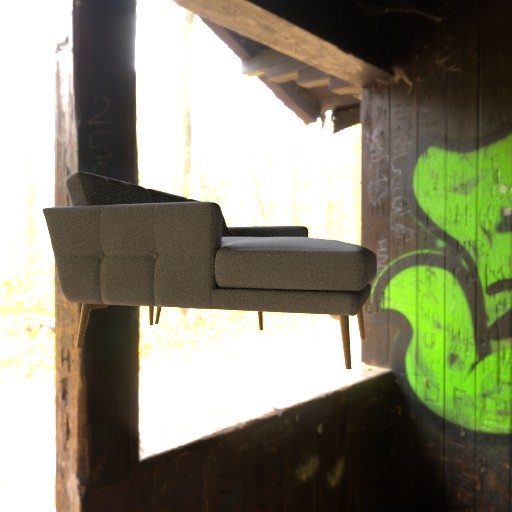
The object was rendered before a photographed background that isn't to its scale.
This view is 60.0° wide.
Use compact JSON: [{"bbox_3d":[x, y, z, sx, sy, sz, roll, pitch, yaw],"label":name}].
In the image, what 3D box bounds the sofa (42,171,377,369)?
[{"bbox_3d":[0.000,0.000,2.831,1.530,0.860,2.040,0,1,18],"label":"sofa"}]
